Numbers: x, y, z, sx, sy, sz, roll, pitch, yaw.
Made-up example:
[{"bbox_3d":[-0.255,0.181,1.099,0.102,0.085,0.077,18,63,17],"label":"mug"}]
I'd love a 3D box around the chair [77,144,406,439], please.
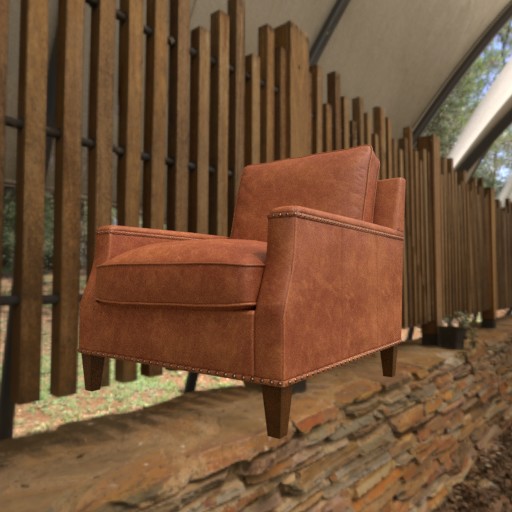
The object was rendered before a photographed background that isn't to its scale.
[{"bbox_3d":[0.000,0.000,1.696,0.853,0.943,1.014,-2,-3,36],"label":"chair"}]
